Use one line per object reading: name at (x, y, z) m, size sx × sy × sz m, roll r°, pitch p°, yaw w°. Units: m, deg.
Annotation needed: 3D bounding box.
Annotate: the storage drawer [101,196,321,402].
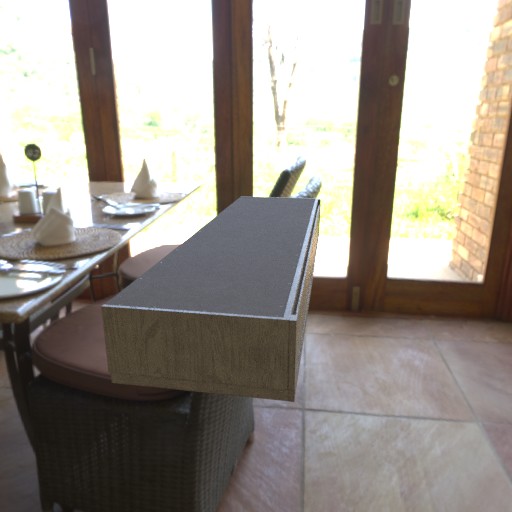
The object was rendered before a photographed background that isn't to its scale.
storage drawer at (0.000, 0.000, 2.308) m, size 0.591 × 0.274 × 2.072 m, roll 3°, pitch 17°, yaw 9°
